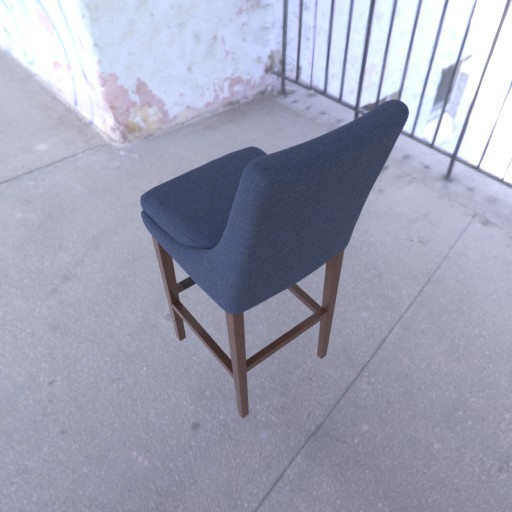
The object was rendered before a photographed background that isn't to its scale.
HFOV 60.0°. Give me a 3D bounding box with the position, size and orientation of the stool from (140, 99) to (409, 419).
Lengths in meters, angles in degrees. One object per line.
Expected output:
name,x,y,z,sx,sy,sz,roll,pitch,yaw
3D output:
stool,0.000,0.000,1.363,0.470,1.078,0.577,-29,52,-26
